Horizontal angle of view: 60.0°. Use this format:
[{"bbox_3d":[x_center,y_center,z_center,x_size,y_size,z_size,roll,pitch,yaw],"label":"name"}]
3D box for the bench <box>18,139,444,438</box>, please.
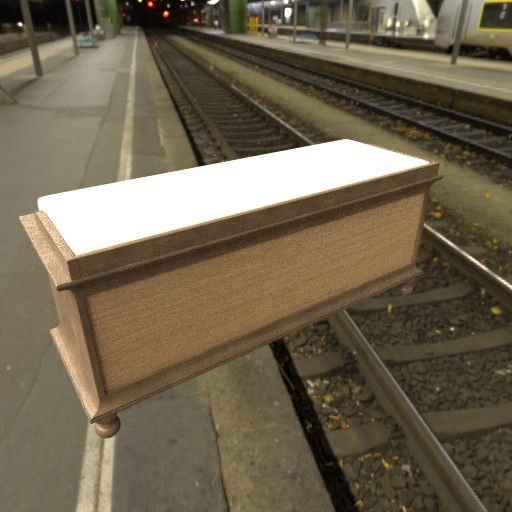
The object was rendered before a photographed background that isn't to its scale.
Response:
[{"bbox_3d":[0.000,0.000,1.367,1.185,0.501,0.402,-18,33,-30],"label":"bench"}]
